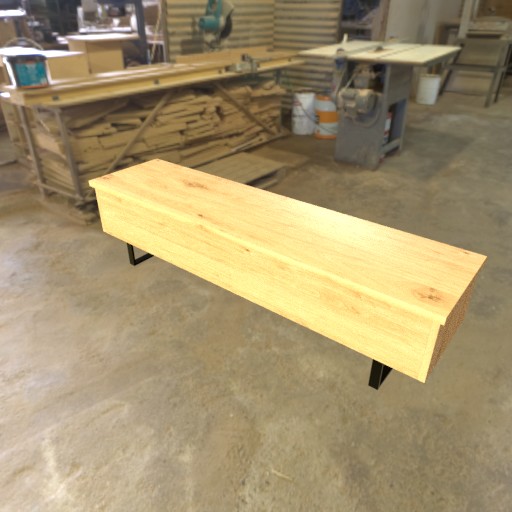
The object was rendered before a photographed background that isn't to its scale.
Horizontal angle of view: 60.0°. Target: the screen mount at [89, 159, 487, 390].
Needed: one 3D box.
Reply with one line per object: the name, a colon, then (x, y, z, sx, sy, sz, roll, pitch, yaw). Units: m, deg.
screen mount: (0.000, 0.000, 1.944, 1.700, 0.430, 0.450, 22, 37, 32)
